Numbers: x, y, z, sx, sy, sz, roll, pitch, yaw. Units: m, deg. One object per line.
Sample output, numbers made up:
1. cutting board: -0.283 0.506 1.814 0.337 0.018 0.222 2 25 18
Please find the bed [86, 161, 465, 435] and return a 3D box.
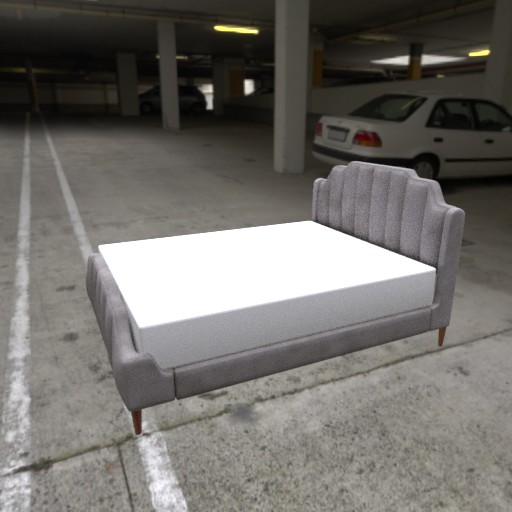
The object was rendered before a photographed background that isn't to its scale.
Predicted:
1. bed: 0.000 0.000 3.329 2.340 1.245 1.676 -8 19 -24
